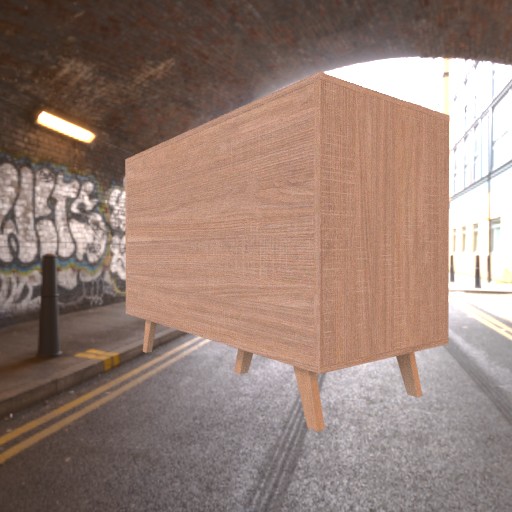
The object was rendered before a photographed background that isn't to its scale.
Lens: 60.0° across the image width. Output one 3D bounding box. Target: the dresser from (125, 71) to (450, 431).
[{"bbox_3d":[0.000,0.000,1.517,0.500,0.780,1.110,-1,1,-37],"label":"dresser"}]
